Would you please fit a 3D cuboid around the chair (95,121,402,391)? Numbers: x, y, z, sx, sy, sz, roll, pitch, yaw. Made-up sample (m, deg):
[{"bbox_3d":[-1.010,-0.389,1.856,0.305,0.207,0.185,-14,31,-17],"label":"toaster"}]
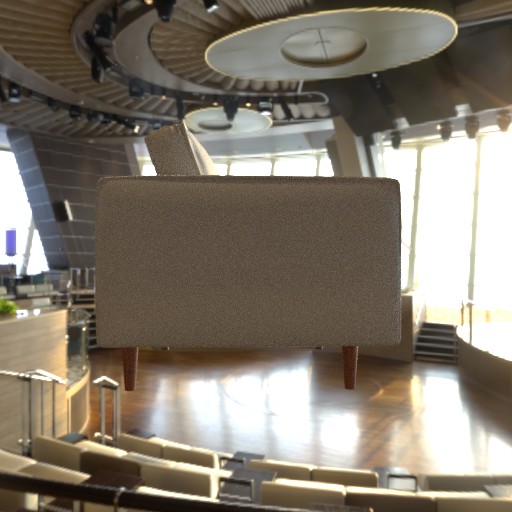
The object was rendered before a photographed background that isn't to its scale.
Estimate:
[{"bbox_3d":[0.000,0.000,1.567,0.843,0.773,0.928,0,0,-1],"label":"chair"}]
